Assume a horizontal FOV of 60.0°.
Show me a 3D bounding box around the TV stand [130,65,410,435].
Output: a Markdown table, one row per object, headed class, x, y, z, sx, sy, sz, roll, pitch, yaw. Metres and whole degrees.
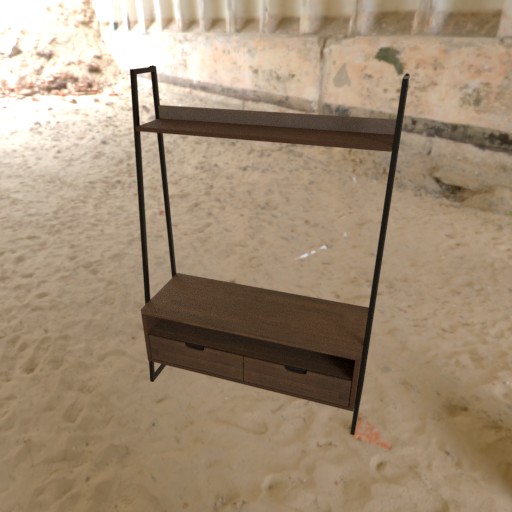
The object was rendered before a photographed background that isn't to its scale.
| class | x | y | z | sx | sy | sz | roll | pitch | yaw |
| --- | --- | --- | --- | --- | --- | --- | --- | --- | --- |
| TV stand | 0.000 | 0.000 | 2.311 | 1.250 | 1.772 | 0.432 | 9 | 29 | 17 |
